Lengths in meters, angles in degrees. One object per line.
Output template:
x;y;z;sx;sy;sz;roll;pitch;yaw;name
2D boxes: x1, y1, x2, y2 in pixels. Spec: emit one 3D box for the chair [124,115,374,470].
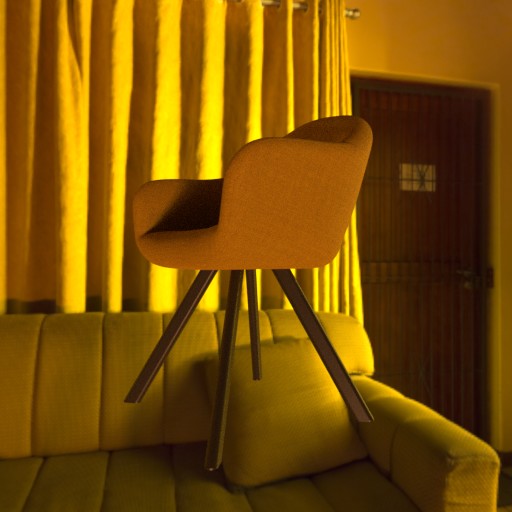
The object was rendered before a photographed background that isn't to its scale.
0.000;0.000;1.173;0.550;0.795;0.590;0;-1;-34;chair
